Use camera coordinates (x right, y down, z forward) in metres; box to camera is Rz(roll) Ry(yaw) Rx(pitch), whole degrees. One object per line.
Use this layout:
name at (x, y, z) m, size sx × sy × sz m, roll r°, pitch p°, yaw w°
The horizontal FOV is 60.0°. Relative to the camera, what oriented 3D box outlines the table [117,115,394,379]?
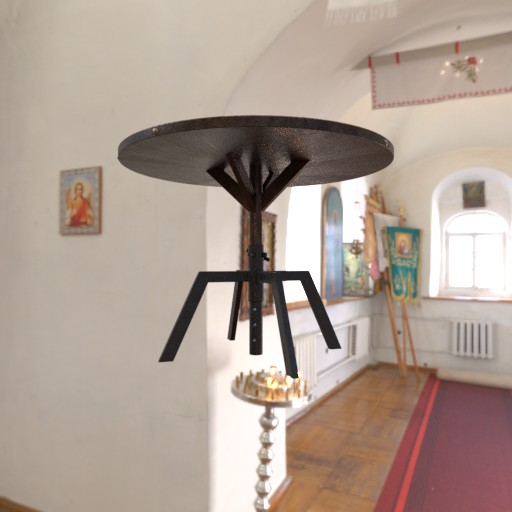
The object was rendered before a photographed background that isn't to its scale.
table at (0.000, 0.000, 1.484) m, size 0.885 × 0.658 × 0.885 m, roll 0°, pitch -1°, yaw 0°
